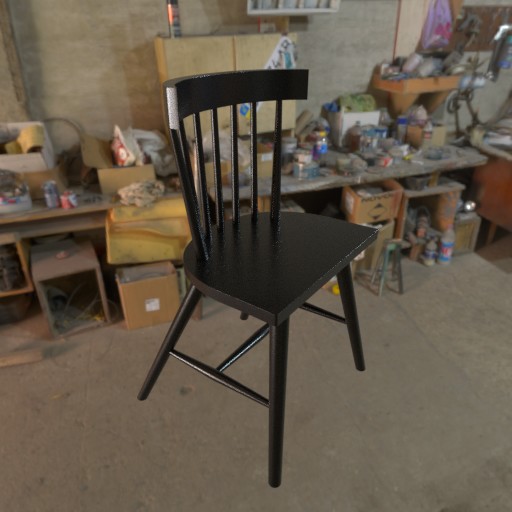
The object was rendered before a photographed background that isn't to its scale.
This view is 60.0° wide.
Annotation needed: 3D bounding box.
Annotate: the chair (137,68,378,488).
[{"bbox_3d":[0.000,0.000,1.122,0.483,0.844,0.506,18,33,31],"label":"chair"}]
